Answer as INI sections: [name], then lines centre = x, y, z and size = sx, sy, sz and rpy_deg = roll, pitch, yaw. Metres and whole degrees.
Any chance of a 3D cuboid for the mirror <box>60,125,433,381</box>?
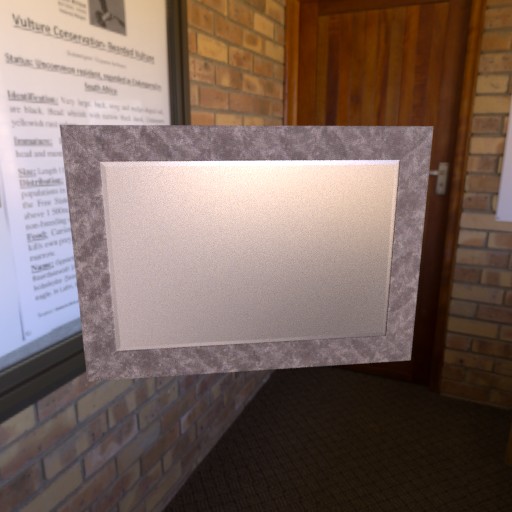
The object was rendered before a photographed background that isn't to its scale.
[mirror]
centre = 0.000, 0.000, 1.410
size = 1.101, 0.795, 0.022
rpy_deg = -2, 15, -7
